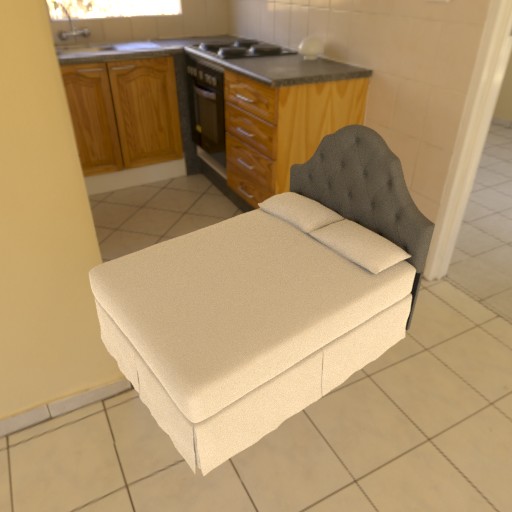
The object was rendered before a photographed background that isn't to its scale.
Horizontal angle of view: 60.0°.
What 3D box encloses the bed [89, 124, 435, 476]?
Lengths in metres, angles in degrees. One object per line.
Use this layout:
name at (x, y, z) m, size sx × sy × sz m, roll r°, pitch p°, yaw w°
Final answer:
bed at (0.000, 0.000, 3.333) m, size 2.155 × 1.575 × 1.636 m, roll -23°, pitch 39°, yaw -31°
